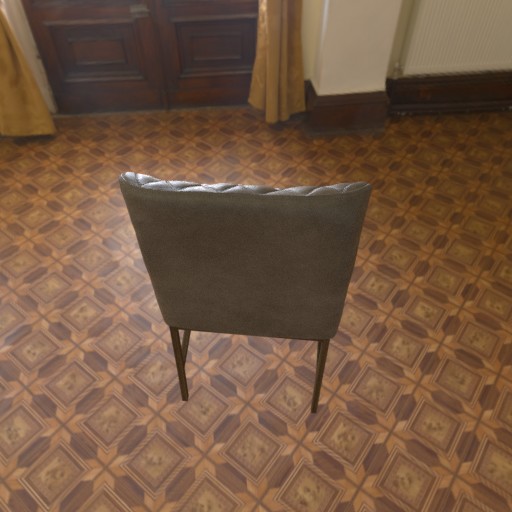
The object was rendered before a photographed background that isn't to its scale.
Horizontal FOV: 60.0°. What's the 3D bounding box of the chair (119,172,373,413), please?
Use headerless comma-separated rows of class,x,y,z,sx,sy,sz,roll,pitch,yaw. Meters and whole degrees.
chair,0.000,0.000,1.248,0.508,0.889,0.587,4,47,4
